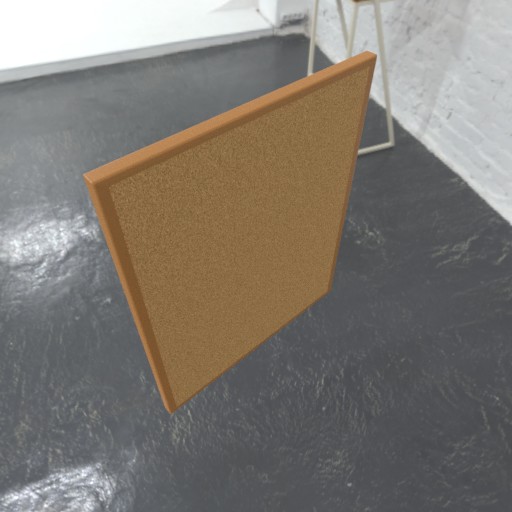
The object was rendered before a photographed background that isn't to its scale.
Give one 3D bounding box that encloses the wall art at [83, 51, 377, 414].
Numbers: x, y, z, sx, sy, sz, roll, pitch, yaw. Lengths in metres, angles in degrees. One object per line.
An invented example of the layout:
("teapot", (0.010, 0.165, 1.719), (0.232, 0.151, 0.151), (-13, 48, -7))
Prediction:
("wall art", (0.000, 0.000, 0.749), (0.452, 0.553, 0.022), (-33, 55, -27))
